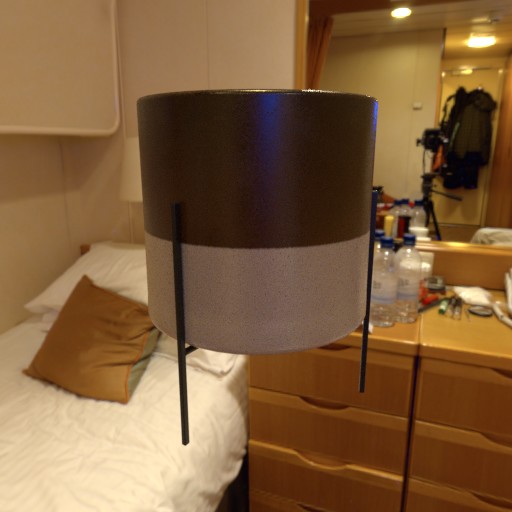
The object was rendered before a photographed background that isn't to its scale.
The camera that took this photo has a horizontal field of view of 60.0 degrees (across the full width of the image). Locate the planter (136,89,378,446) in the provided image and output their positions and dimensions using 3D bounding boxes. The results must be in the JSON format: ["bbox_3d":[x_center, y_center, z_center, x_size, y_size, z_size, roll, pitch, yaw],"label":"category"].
[{"bbox_3d":[0.000,0.000,0.707,0.345,0.465,0.354,-7,16,-25],"label":"planter"}]
